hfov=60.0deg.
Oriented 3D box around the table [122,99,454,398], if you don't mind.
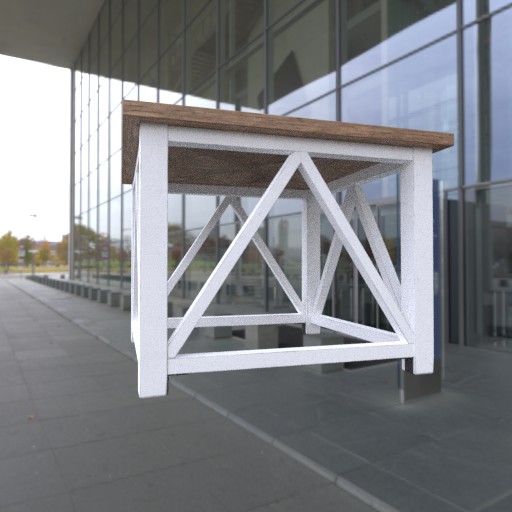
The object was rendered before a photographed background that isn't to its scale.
[{"bbox_3d":[0.000,0.000,1.204,0.700,0.532,0.700,0,-1,-17],"label":"table"}]
